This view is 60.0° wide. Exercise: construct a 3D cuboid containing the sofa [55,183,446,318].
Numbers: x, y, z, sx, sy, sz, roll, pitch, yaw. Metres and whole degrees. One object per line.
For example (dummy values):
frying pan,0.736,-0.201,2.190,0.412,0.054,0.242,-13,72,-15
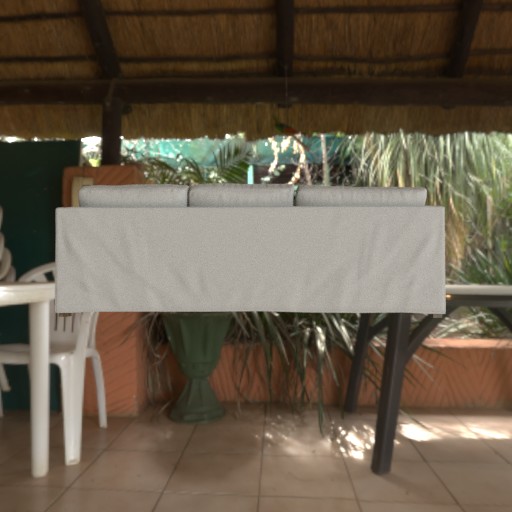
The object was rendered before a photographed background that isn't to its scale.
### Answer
sofa,0.000,0.000,4.300,2.432,0.871,3.182,0,-2,2
